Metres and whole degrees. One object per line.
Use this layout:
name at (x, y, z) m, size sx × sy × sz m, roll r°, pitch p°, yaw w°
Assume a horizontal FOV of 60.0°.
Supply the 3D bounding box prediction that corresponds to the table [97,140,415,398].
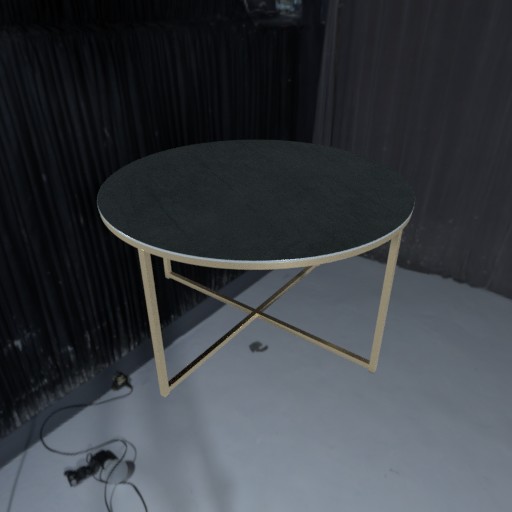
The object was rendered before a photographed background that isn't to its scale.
table at (0.000, 0.000, 1.283) m, size 0.800 × 0.450 × 0.800 m, roll 0°, pitch 31°, yaw 0°
